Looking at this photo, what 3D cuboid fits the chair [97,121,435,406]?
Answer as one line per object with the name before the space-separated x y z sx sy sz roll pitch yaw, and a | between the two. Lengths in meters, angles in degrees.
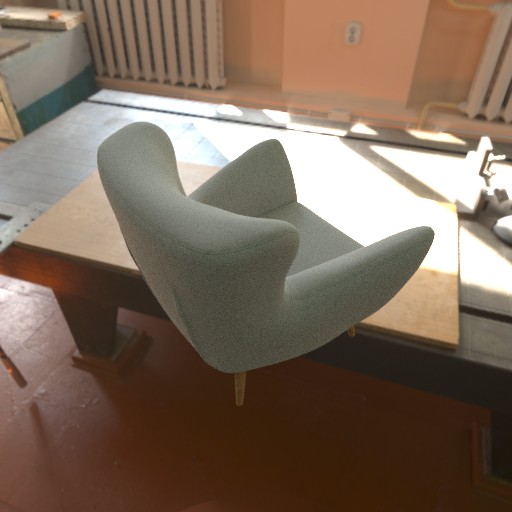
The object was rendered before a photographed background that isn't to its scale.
chair | 0.000 0.000 1.629 0.889 0.889 0.890 -25 46 -27
